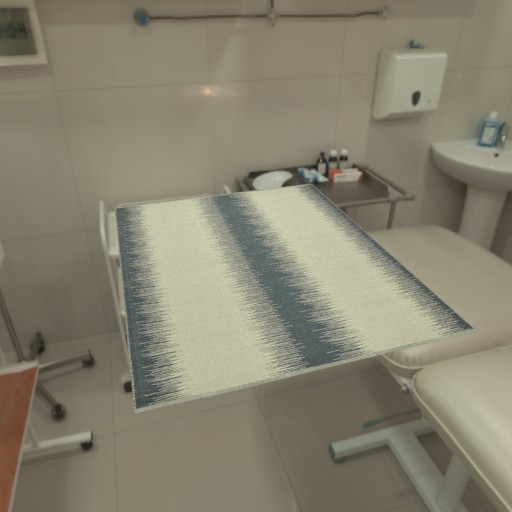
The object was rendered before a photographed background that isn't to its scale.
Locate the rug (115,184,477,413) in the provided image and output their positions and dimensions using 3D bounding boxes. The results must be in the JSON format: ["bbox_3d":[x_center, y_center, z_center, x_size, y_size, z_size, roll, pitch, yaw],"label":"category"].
[{"bbox_3d":[0.000,0.000,4.165,2.453,0.004,3.037,-9,32,-15],"label":"rug"}]
